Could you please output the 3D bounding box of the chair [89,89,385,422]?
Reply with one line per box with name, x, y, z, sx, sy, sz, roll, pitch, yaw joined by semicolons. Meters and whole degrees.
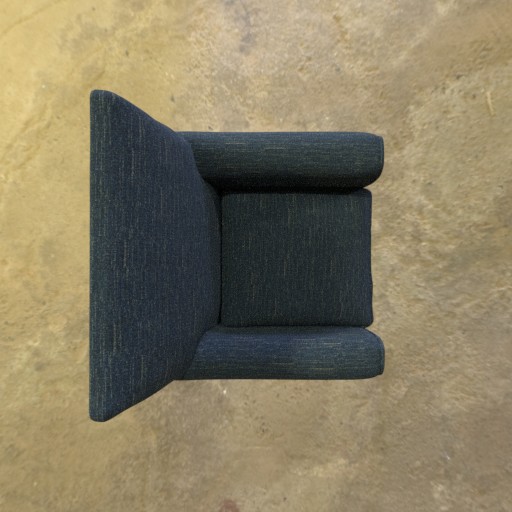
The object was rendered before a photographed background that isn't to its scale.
chair;0.000;0.000;1.598;0.873;0.928;0.864;0;90;-1
